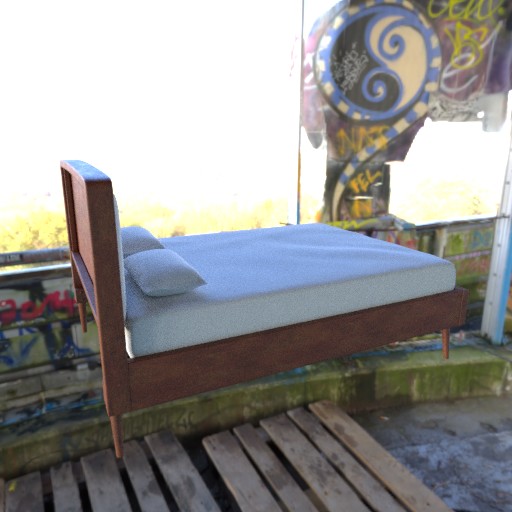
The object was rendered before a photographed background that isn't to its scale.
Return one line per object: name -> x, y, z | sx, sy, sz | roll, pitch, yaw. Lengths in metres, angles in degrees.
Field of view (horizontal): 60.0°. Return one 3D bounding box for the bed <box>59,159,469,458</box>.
bed -> 0.000, 0.000, 2.951 | 2.196, 1.275, 1.587 | -7, 17, -25
